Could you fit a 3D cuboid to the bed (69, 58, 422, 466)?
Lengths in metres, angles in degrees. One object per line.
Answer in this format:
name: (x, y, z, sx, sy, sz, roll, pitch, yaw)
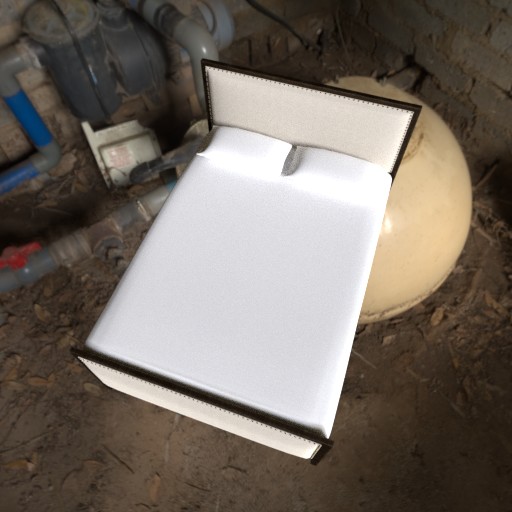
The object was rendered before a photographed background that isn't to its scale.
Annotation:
bed: (0.000, 0.000, 3.127, 1.607, 1.313, 2.221, 16, 59, 10)
